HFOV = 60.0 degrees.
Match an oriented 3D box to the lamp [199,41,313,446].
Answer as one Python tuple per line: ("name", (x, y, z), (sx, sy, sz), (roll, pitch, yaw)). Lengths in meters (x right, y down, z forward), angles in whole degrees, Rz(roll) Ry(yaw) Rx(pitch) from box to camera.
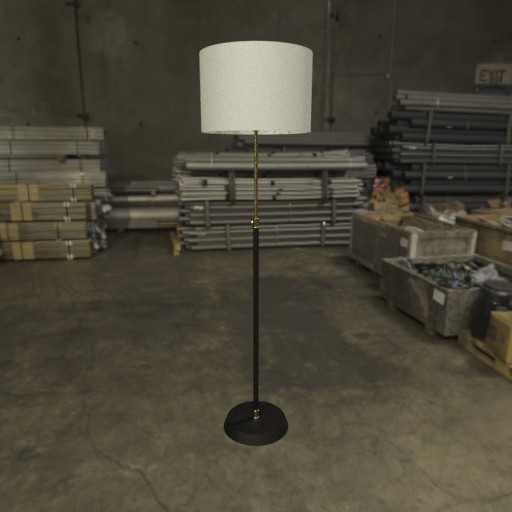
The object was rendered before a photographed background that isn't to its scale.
("lamp", (0.000, 0.000, 1.761), (0.404, 1.517, 0.404), (-2, 13, -9))
